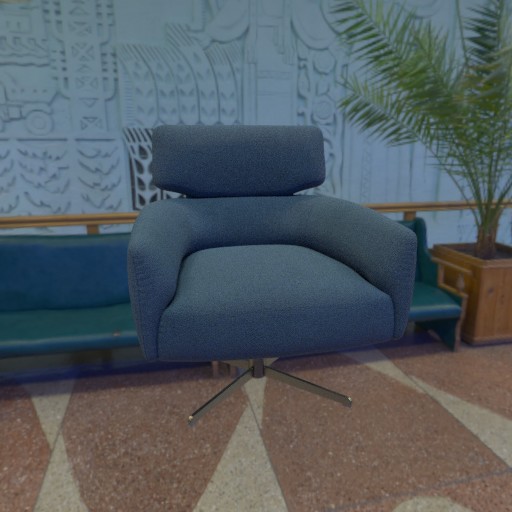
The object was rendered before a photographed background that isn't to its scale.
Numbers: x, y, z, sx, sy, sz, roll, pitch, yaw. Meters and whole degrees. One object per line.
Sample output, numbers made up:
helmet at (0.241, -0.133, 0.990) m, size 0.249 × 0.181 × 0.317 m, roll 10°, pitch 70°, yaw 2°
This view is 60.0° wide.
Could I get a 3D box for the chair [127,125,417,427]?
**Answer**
chair at (0.000, 0.000, 1.407) m, size 0.738 × 0.813 × 0.761 m, roll -3°, pitch 15°, yaw -11°
